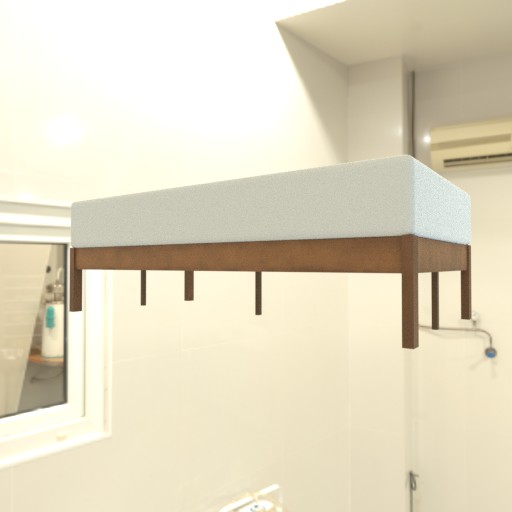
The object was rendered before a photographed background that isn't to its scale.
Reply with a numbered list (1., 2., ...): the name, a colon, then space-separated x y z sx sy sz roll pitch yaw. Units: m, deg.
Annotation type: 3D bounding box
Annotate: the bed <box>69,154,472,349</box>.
1. bed: 0.000 0.000 2.327 1.902 0.616 0.961 -1 -1 36
